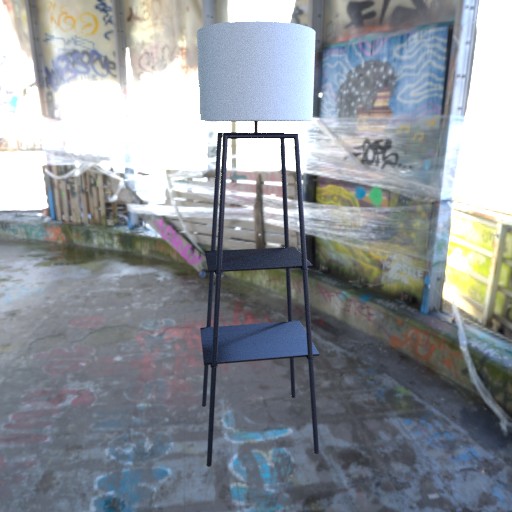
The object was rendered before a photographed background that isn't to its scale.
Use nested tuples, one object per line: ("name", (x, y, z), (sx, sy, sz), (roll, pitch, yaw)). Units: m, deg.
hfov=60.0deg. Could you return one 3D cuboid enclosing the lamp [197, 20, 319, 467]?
("lamp", (0.000, 0.000, 1.619), (0.427, 1.474, 0.384), (-3, 17, -9))
